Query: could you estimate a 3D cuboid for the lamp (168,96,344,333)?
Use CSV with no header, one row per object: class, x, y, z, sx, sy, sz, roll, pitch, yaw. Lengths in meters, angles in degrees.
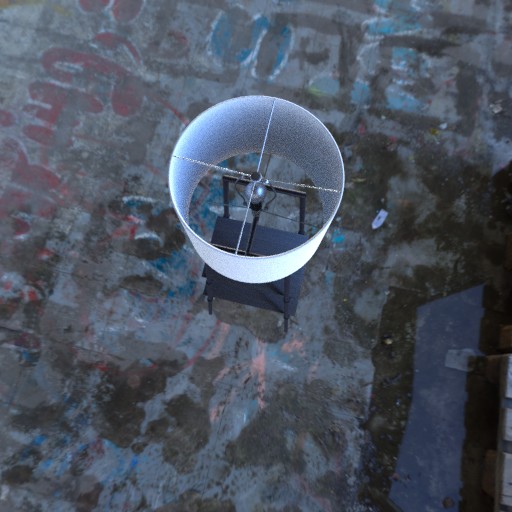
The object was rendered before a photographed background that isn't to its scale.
lamp,0.000,0.000,1.657,0.427,1.474,0.384,13,77,3
